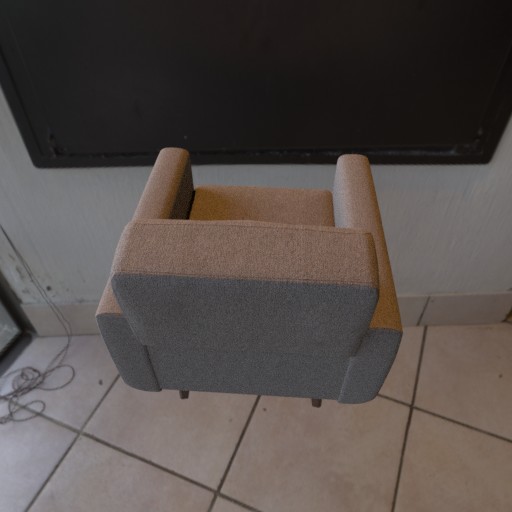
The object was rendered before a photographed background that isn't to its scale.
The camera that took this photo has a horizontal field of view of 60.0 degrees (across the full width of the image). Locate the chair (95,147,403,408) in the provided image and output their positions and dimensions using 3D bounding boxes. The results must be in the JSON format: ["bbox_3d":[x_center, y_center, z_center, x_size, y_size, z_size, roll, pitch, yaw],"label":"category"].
[{"bbox_3d":[0.000,0.000,1.514,0.831,0.839,0.907,3,46,3],"label":"chair"}]
